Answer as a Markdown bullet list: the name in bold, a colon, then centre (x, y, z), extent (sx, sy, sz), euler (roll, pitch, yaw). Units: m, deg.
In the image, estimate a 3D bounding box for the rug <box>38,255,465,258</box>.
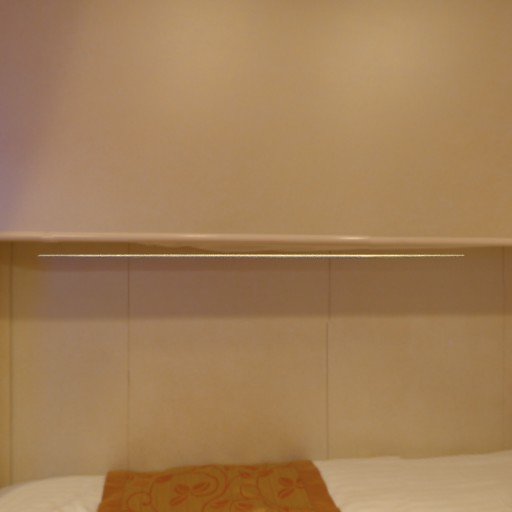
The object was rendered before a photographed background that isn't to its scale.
- **rug**: centre (0.000, 0.000, 3.823), extent (2.895, 0.018, 2.288), euler (0, 0, 36)
